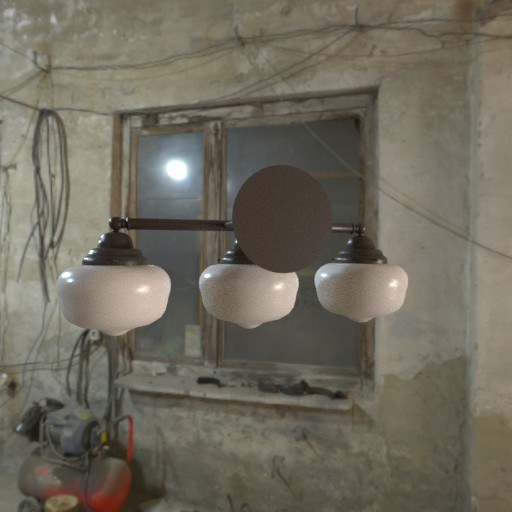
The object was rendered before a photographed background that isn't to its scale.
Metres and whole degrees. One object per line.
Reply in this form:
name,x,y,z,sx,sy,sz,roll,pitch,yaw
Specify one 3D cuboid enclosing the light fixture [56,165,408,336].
light fixture,0.000,0.000,0.701,0.587,0.242,0.239,0,0,-18
